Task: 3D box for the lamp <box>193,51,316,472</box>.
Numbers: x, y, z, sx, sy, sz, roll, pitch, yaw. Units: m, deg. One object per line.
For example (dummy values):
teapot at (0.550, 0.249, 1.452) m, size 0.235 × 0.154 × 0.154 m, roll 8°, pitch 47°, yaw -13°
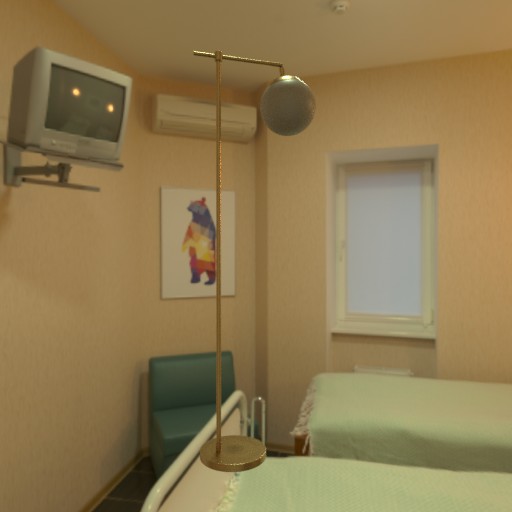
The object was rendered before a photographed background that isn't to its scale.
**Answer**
lamp at (0.000, 0.000, 1.689) m, size 0.476 × 1.505 × 0.249 m, roll 0°, pitch 1°, yaw -18°
